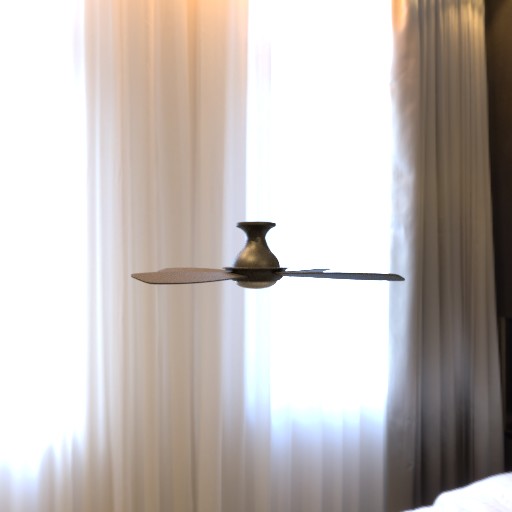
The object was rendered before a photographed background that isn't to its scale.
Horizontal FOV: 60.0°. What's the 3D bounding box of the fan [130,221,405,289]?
[{"bbox_3d":[0.000,0.000,2.569,1.694,0.382,1.694,0,-1,36],"label":"fan"}]
